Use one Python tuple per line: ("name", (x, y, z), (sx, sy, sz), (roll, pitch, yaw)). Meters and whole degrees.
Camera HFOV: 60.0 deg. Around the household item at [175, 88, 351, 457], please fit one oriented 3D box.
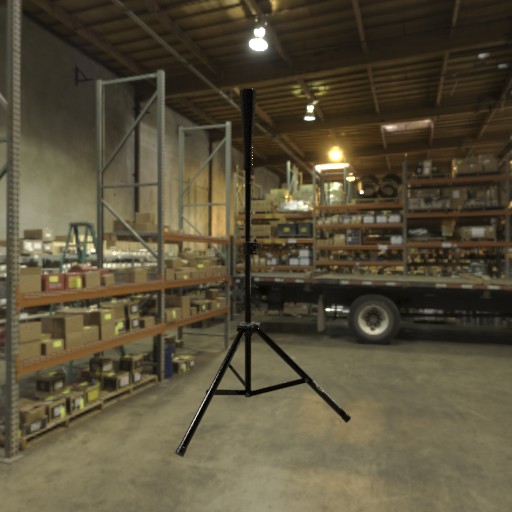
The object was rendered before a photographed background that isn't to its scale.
("household item", (0.000, 0.000, 1.387), (0.559, 1.067, 0.559), (0, 0, 18))
